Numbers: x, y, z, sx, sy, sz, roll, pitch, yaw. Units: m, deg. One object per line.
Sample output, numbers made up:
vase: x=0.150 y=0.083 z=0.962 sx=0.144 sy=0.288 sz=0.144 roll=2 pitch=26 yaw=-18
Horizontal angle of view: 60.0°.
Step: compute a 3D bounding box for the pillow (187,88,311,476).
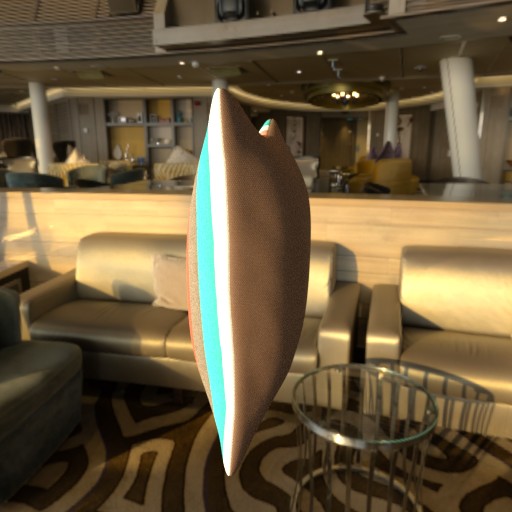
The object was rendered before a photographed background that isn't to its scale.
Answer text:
pillow: x=0.000 y=0.000 z=0.697 sx=0.168 sy=0.443 sz=0.453 roll=2 pitch=14 yaw=8
